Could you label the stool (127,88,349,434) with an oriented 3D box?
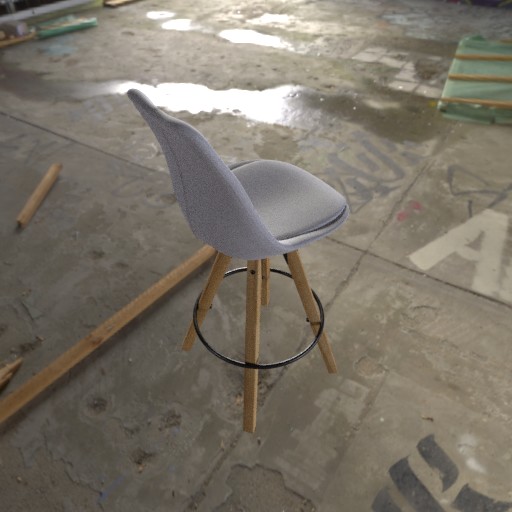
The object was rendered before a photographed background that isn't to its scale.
[{"bbox_3d":[0.000,0.000,1.401,0.550,1.115,0.484,-27,48,-27],"label":"stool"}]
